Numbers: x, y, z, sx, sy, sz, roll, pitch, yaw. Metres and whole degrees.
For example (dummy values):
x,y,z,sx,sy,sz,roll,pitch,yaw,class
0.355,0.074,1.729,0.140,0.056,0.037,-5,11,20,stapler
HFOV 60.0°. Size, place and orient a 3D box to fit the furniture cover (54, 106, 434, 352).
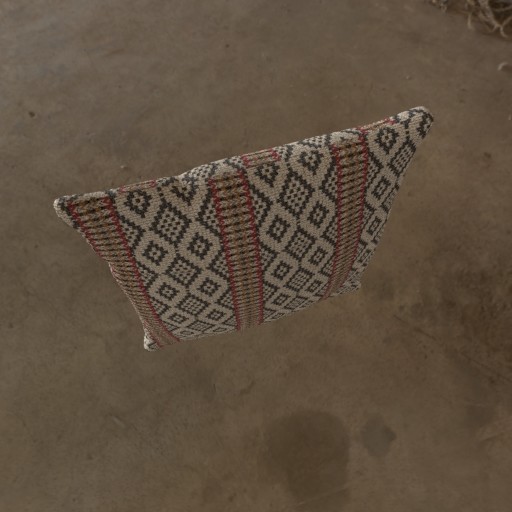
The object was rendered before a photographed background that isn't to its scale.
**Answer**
x,y,z,sx,sy,sz,roll,pitch,yaw,class
0.000,0.000,0.775,0.503,0.506,0.182,-16,60,-9,furniture cover
